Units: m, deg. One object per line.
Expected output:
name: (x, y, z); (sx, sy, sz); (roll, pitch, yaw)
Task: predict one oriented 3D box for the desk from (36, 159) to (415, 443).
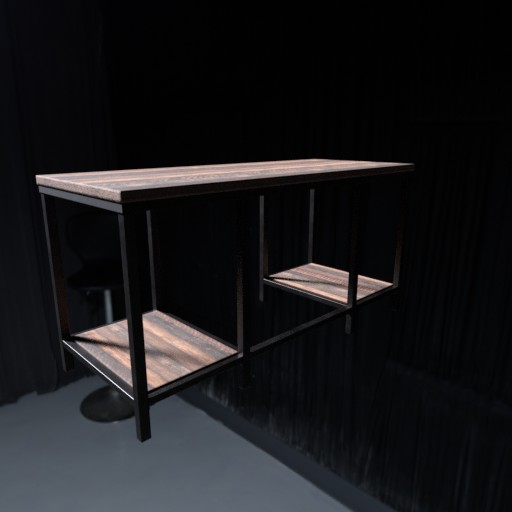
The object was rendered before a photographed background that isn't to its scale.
desk: (0.000, 0.000, 1.946); (1.538, 0.753, 0.617); (-14, 21, -42)
